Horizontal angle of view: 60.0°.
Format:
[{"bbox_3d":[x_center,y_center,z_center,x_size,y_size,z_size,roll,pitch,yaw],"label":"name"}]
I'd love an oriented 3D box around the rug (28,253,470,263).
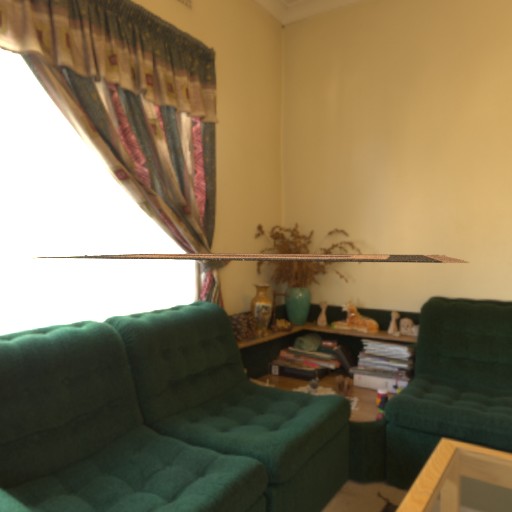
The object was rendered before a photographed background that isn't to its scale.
[{"bbox_3d":[0.000,0.000,1.888,1.541,0.013,0.920,0,1,17],"label":"rug"}]
